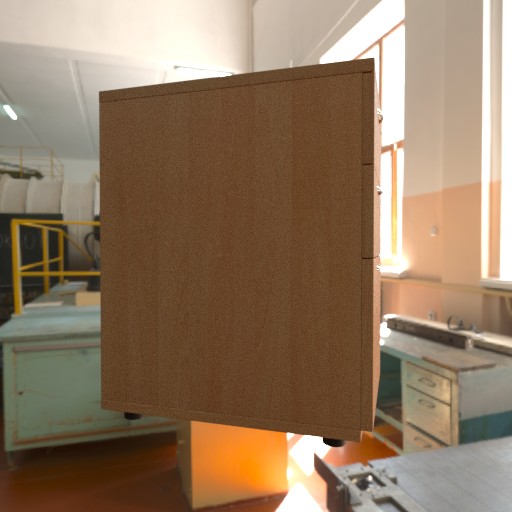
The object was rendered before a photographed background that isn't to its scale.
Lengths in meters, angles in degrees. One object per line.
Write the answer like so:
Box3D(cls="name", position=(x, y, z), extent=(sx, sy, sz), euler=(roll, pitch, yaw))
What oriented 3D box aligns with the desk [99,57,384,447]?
Box3D(cls="desk", position=(0.000, 0.000, 1.087), extent=(0.600, 0.730, 0.404), euler=(0, 1, 17))
